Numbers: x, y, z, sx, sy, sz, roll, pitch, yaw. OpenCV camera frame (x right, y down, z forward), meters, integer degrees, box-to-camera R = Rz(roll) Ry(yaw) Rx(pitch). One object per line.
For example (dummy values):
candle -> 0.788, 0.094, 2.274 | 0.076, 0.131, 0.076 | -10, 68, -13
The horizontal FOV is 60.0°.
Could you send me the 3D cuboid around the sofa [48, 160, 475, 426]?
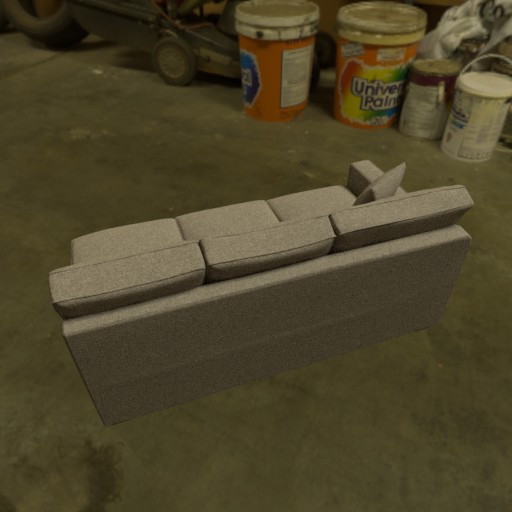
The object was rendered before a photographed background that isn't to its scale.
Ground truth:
sofa -> 0.000, 0.000, 2.475 | 1.963, 0.946, 1.034 | -13, 43, -15
